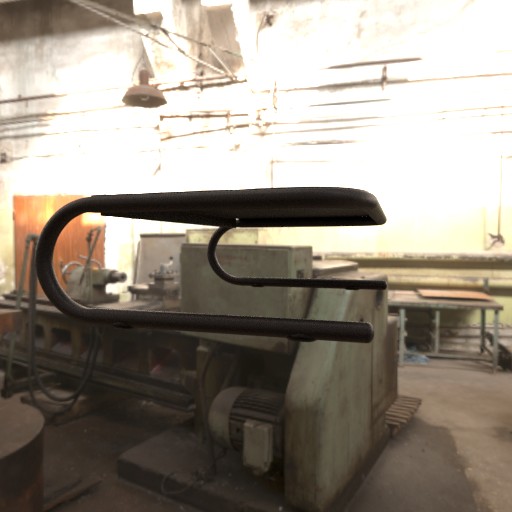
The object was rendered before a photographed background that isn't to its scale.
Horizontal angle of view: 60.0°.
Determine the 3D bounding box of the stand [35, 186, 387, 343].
[{"bbox_3d":[0.000,0.000,0.507,0.280,0.108,0.370,1,2,18],"label":"stand"}]
